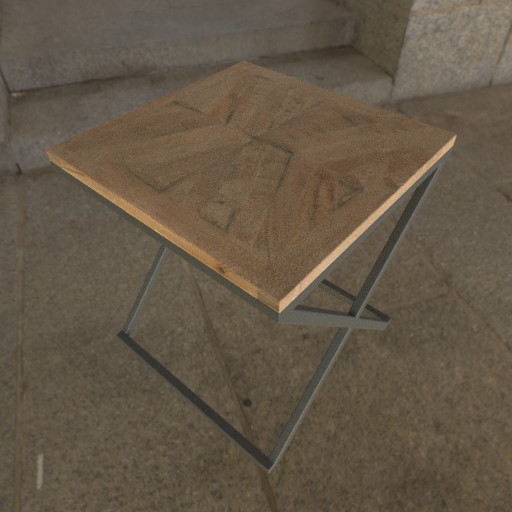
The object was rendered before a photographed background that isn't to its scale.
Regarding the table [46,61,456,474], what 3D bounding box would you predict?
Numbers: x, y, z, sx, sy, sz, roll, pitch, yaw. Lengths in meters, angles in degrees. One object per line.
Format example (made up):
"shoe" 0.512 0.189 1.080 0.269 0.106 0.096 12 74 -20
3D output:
"table" 0.000 0.000 0.946 0.499 0.550 0.498 31 53 28
